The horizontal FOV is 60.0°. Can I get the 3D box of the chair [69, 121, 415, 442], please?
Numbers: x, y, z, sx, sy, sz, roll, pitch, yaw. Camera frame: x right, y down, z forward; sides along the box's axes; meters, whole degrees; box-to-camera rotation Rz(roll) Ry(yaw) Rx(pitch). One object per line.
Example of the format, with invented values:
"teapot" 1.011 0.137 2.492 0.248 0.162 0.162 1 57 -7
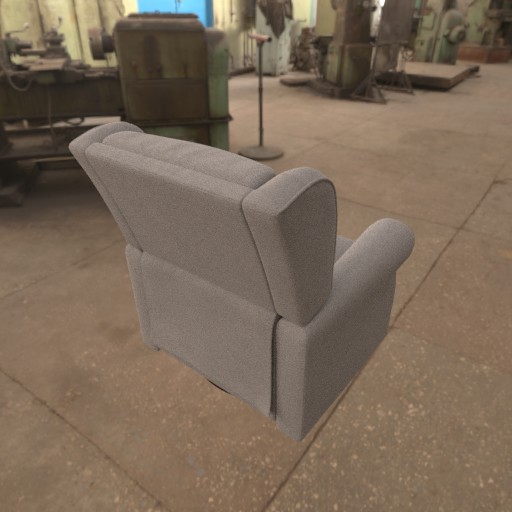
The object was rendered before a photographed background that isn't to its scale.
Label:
"chair" 0.000 0.000 1.629 0.906 0.966 0.854 22 37 32
